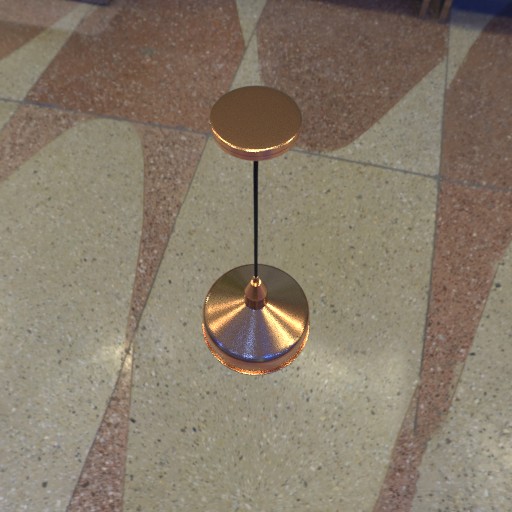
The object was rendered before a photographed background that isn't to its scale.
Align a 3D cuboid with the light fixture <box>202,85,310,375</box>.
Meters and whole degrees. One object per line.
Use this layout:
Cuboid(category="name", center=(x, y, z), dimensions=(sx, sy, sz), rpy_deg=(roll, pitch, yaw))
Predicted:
Cuboid(category="light fixture", center=(0.000, 0.000, 0.919), dimensions=(0.301, 0.754, 0.301), rpy_deg=(14, 61, 8))
